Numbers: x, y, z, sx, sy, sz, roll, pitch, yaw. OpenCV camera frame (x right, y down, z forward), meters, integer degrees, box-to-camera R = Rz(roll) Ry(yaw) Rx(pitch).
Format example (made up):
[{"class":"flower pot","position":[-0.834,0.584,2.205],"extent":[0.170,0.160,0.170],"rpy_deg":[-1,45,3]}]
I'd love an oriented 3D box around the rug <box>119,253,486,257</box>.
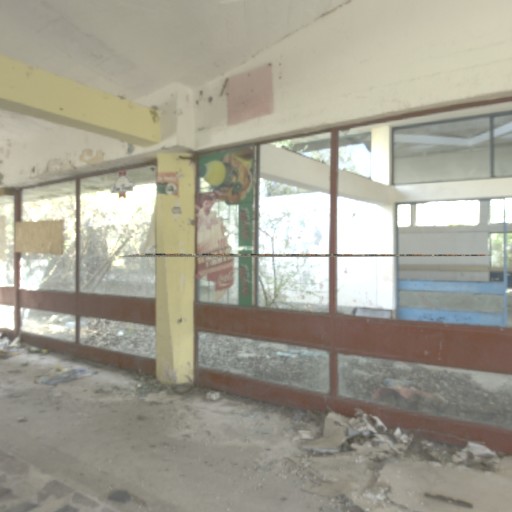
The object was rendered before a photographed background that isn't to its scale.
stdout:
[{"class":"rug","position":[0.000,0.000,3.469],"extent":[1.971,0.010,2.651],"rpy_deg":[0,0,-19]}]
